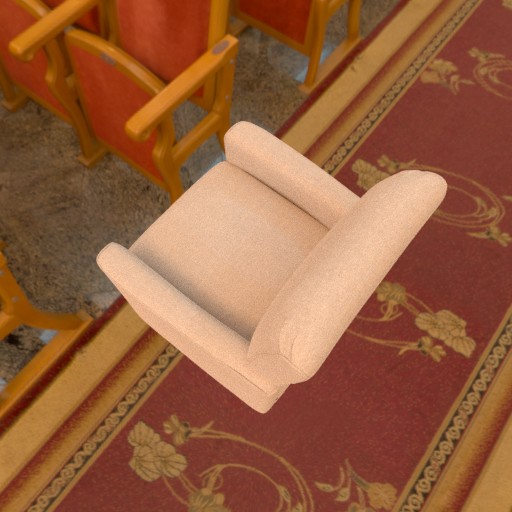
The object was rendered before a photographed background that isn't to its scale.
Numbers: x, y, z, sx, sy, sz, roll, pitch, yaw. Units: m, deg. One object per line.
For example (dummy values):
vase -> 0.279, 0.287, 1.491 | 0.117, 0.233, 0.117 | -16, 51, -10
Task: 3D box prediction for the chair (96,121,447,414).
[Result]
chair -> 0.000, 0.000, 1.645 | 0.858, 1.023, 0.841 | 36, 70, 16
